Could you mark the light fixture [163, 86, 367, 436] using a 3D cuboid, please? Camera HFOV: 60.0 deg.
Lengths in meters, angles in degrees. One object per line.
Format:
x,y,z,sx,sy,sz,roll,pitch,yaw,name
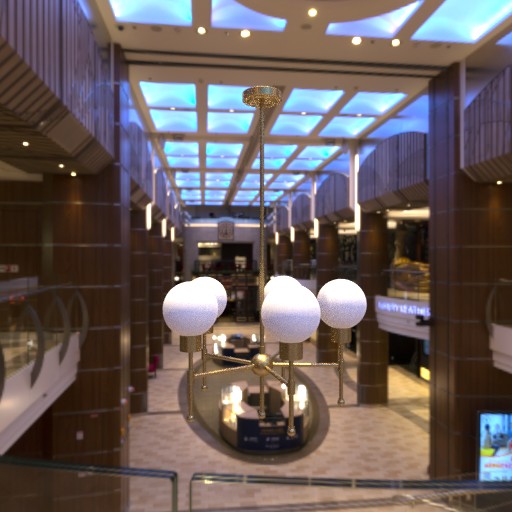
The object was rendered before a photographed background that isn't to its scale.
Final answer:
0.000,0.000,1.834,0.785,1.331,0.815,0,0,37,light fixture
